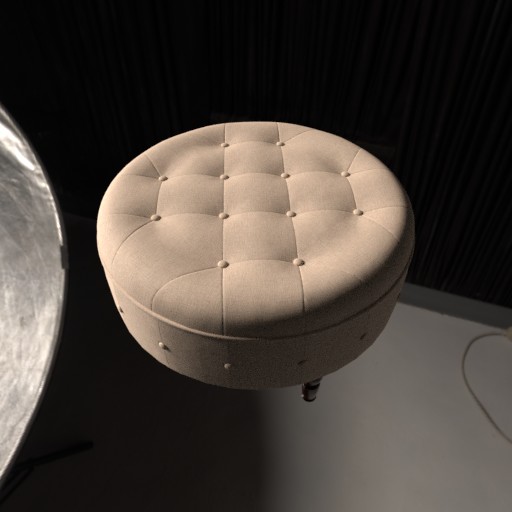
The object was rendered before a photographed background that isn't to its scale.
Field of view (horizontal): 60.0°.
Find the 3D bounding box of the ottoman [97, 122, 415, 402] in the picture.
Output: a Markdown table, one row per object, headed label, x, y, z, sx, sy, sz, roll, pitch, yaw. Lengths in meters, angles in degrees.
| label | x | y | z | sx | sy | sz | roll | pitch | yaw |
| --- | --- | --- | --- | --- | --- | --- | --- | --- | --- |
| ottoman | 0.000 | 0.000 | 1.337 | 0.848 | 0.494 | 0.848 | 0 | 45 | 0 |
